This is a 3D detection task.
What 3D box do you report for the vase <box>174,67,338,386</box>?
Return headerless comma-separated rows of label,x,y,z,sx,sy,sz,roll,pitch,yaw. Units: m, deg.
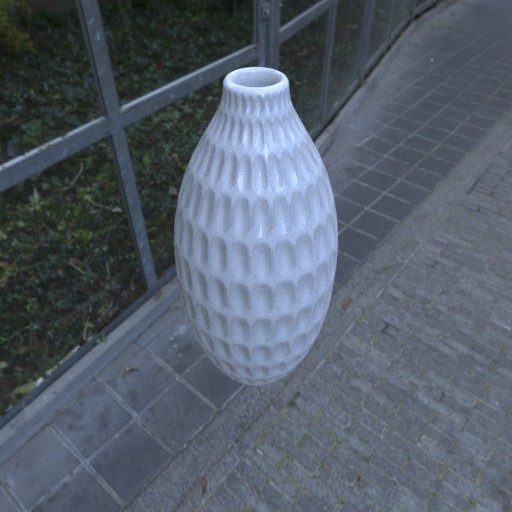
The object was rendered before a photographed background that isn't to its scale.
vase,0.000,0.000,0.354,0.127,0.282,0.127,0,42,0
